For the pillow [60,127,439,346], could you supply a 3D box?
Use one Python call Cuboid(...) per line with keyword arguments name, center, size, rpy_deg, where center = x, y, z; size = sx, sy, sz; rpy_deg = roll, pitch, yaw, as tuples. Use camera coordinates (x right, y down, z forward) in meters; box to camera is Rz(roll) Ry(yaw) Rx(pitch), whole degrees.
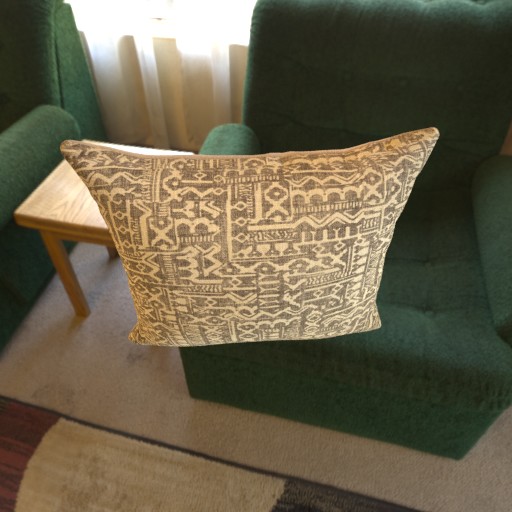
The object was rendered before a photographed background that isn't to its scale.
Cuboid(name="pillow", center=(0.000, 0.000, 0.793), size=(0.546, 0.487, 0.180), rpy_deg=(-3, 45, -3))
